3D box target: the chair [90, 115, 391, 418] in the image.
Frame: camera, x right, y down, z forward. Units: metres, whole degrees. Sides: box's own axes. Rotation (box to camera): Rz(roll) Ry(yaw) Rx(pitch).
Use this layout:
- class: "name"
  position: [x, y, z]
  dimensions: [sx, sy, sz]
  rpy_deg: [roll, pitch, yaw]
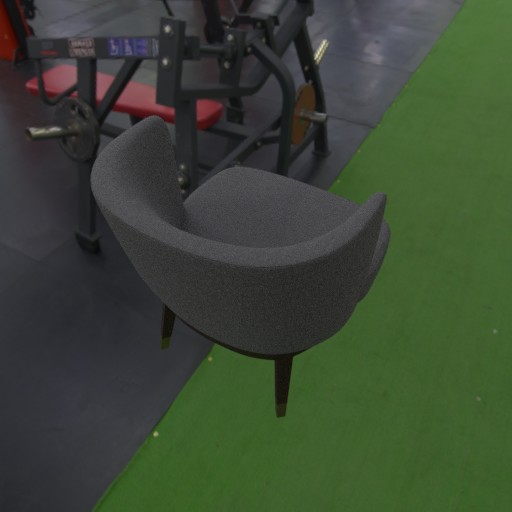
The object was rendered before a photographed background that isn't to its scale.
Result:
- class: "chair"
  position: [0.000, 0.000, 1.255]
  dimensions: [0.639, 0.695, 0.698]
  rpy_deg: [24, 50, 22]
